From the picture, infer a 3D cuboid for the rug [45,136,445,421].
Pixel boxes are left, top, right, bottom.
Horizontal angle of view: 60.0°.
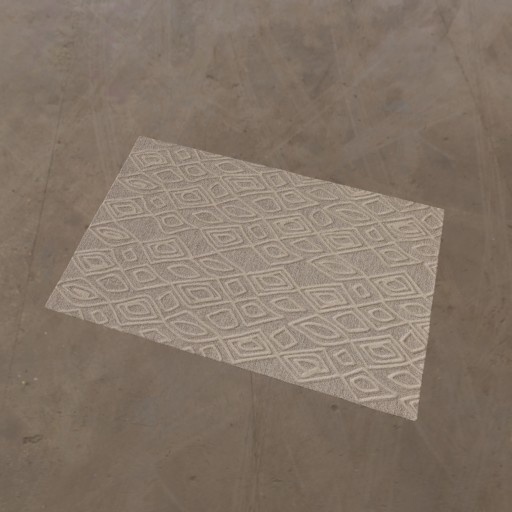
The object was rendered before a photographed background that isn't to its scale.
[{"bbox_3d":[0.000,0.000,3.084,2.442,0.010,1.546,15,64,8],"label":"rug"}]
